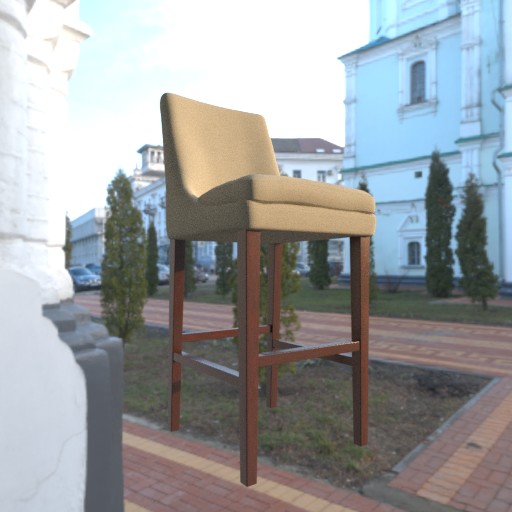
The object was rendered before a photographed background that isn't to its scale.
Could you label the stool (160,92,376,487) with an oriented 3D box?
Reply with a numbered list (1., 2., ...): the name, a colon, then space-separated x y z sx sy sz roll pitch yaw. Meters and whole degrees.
1. stool: 0.000 0.000 1.359 0.470 1.078 0.577 1 -1 -36
